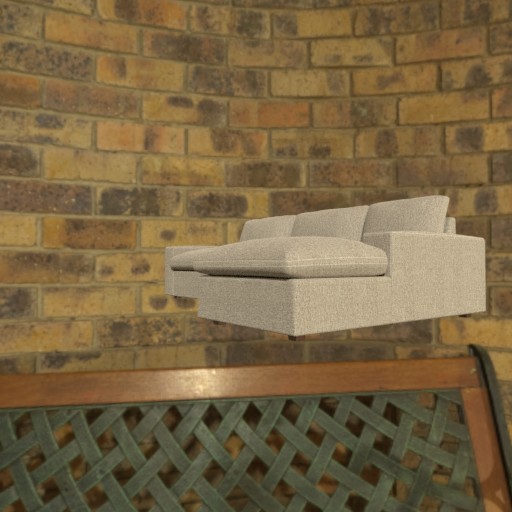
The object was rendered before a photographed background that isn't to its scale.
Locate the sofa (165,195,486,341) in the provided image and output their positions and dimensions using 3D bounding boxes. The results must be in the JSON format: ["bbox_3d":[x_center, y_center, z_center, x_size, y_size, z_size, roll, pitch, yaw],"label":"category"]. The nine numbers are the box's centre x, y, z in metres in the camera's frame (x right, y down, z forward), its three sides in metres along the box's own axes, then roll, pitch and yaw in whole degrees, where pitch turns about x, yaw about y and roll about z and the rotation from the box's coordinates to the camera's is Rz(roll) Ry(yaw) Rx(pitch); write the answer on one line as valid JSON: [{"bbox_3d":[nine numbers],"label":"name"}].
[{"bbox_3d":[0.000,0.000,3.454,1.689,0.813,2.718,1,-1,-37],"label":"sofa"}]
